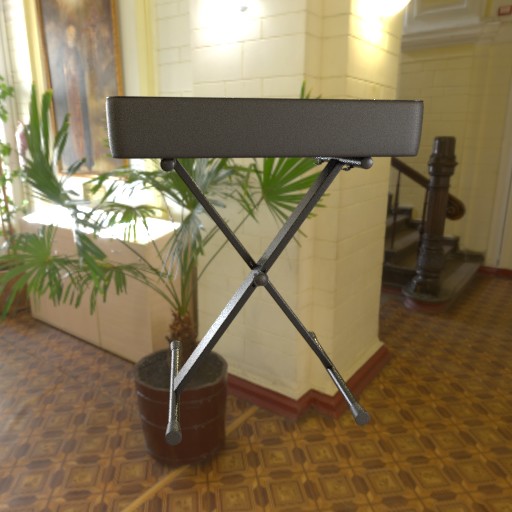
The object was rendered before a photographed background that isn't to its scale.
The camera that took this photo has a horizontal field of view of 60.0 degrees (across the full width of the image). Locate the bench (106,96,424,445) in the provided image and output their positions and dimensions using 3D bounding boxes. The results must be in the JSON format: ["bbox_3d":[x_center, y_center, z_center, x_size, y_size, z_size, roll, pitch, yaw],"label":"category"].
[{"bbox_3d":[0.000,0.000,0.780,0.424,0.500,0.321,-2,15,-9],"label":"bench"}]
